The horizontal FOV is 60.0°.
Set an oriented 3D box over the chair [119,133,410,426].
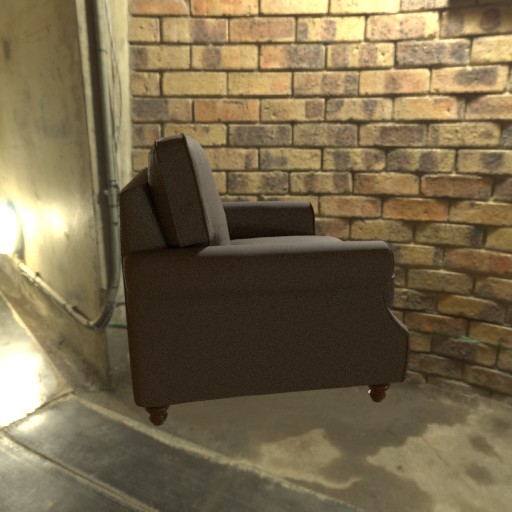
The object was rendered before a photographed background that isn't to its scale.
[{"bbox_3d":[0.000,0.000,1.811,0.966,0.967,1.029,-3,16,-9],"label":"chair"}]
